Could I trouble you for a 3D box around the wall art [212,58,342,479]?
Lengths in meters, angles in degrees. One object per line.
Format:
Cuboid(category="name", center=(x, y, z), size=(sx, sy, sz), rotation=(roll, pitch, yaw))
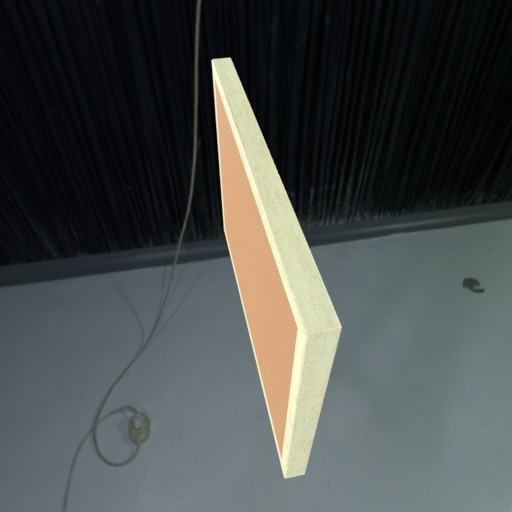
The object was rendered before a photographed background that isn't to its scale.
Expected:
Cuboid(category="wall art", center=(0.000, 0.000, 0.682), size=(0.032, 0.381, 0.533), rotation=(-9, 48, -8))
